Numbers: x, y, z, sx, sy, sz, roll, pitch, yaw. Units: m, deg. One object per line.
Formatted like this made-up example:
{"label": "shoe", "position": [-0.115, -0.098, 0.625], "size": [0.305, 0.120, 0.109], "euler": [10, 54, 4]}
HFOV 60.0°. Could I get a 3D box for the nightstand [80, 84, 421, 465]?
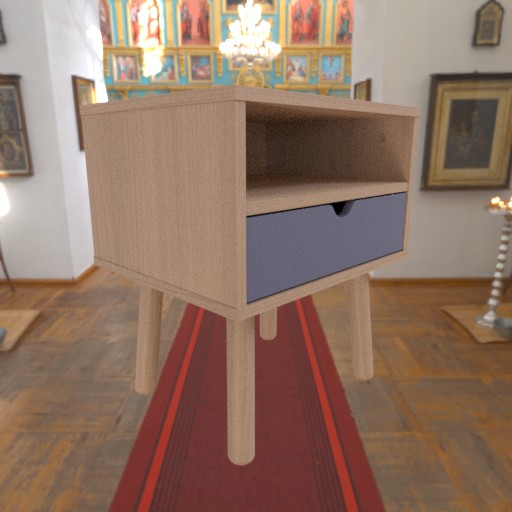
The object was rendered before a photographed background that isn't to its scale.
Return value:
{"label": "nightstand", "position": [0.000, 0.000, 0.827], "size": [0.380, 0.530, 0.450], "euler": [14, 20, 43]}
